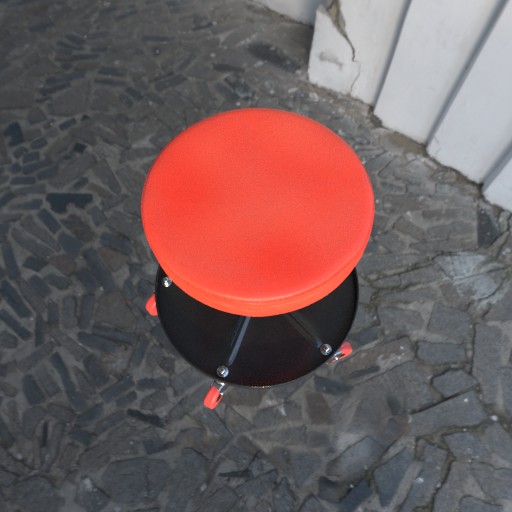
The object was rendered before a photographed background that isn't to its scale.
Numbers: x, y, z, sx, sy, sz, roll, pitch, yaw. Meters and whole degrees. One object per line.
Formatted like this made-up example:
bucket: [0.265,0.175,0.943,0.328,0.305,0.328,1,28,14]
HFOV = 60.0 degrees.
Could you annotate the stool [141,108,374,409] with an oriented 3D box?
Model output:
stool: [0.000,0.000,0.681,0.381,0.365,0.382,-36,70,-15]
